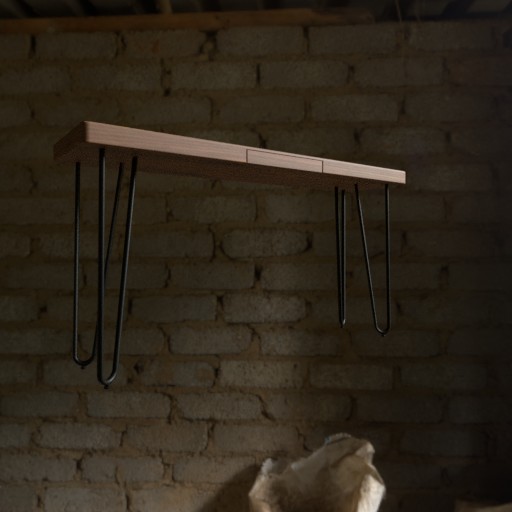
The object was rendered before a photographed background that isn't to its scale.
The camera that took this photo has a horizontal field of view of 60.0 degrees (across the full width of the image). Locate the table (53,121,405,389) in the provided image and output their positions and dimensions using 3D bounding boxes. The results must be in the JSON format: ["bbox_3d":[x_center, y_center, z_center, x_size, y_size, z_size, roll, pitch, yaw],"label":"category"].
[{"bbox_3d":[0.000,0.000,1.949,1.570,0.834,0.425,-1,2,-36],"label":"table"}]
